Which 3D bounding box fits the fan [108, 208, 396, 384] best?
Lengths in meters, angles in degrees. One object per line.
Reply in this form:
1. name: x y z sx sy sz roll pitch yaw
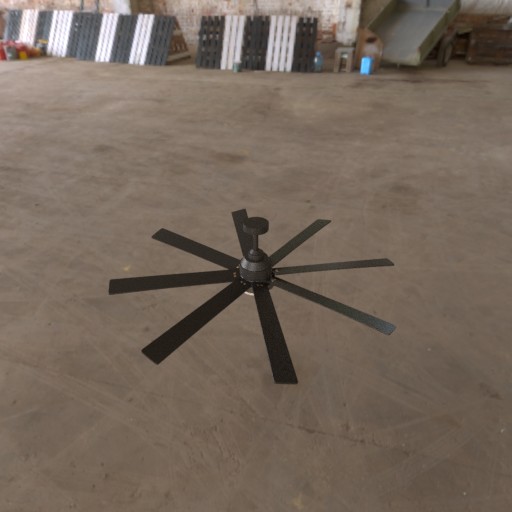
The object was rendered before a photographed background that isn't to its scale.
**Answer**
1. fan: 0.000 0.000 2.772 1.830 0.472 1.830 21 38 30
